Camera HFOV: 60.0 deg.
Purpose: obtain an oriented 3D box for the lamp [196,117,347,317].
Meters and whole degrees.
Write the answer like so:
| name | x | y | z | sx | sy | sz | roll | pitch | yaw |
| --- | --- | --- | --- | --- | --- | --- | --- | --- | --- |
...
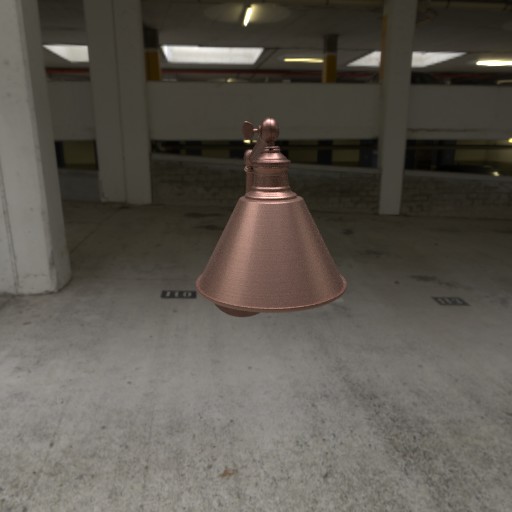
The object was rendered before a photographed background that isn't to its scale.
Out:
| name | x | y | z | sx | sy | sz | roll | pitch | yaw |
| --- | --- | --- | --- | --- | --- | --- | --- | --- | --- |
| lamp | 0.000 | 0.000 | 0.862 | 0.223 | 0.502 | 0.624 | -2 | 16 | -6 |
